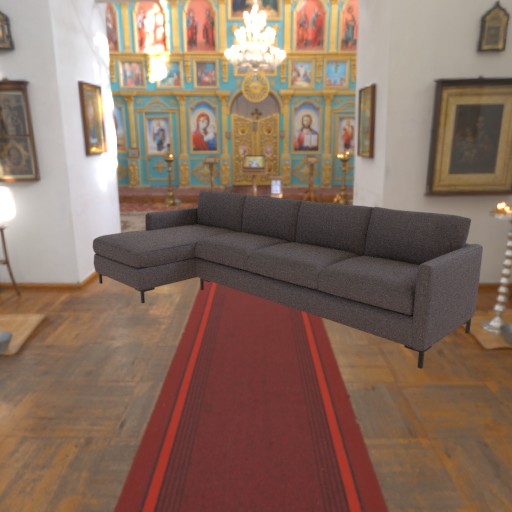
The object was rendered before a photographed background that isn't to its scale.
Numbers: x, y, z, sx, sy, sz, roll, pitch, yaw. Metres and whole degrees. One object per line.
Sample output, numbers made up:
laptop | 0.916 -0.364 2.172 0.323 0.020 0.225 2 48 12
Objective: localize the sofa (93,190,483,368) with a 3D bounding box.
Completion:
sofa | 0.000 0.000 3.232 1.258 0.754 2.731 -13 19 -43
